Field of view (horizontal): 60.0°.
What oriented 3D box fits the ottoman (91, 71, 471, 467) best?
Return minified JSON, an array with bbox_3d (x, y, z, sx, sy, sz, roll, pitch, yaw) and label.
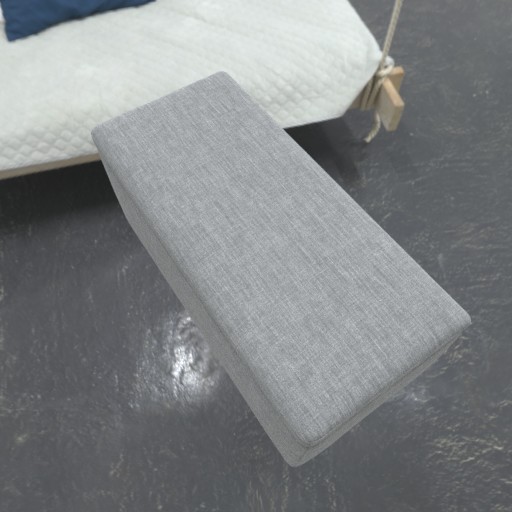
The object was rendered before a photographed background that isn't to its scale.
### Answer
[{"bbox_3d":[0.000,0.000,1.121,0.419,0.432,0.902,-31,64,-17],"label":"ottoman"}]
